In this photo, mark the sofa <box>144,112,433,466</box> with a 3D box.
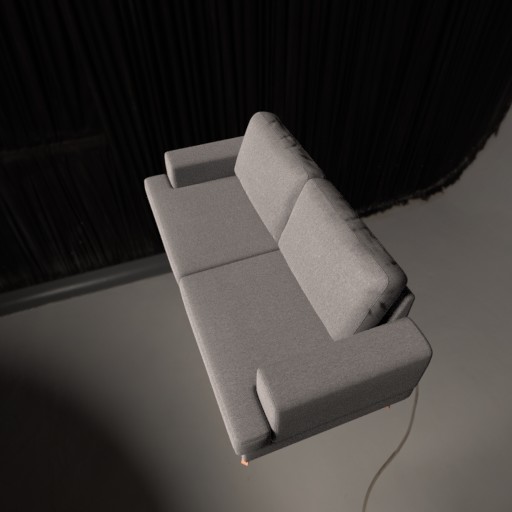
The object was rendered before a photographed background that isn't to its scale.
[{"bbox_3d":[0.000,0.000,2.135,0.785,0.810,1.650,-16,48,-14],"label":"sofa"}]
